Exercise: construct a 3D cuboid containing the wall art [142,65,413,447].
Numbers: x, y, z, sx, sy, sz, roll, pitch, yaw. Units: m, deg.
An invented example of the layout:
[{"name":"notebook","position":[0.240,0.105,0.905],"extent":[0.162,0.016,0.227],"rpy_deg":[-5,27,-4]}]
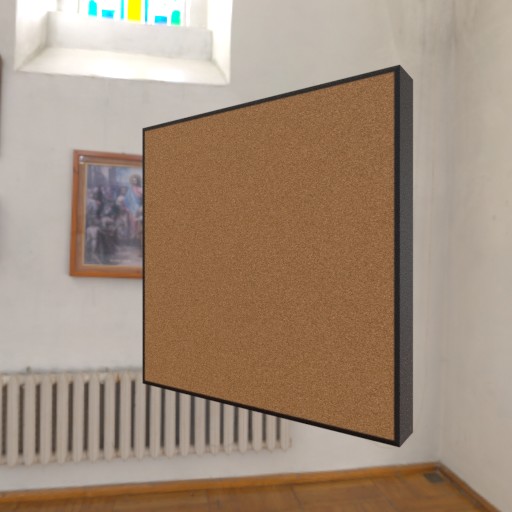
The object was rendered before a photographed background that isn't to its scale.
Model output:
[{"name":"wall art","position":[0.000,0.000,0.453],"extent":[0.304,0.303,0.037],"rpy_deg":[0,0,35]}]
